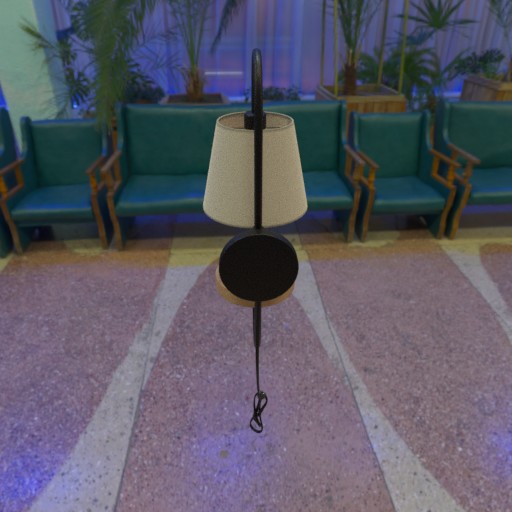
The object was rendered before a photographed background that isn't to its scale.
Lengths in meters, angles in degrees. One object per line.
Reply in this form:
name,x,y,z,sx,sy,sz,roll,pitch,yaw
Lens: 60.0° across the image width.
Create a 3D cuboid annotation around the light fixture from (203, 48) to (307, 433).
light fixture,0.000,0.000,0.957,0.220,0.821,0.299,-1,31,-2
